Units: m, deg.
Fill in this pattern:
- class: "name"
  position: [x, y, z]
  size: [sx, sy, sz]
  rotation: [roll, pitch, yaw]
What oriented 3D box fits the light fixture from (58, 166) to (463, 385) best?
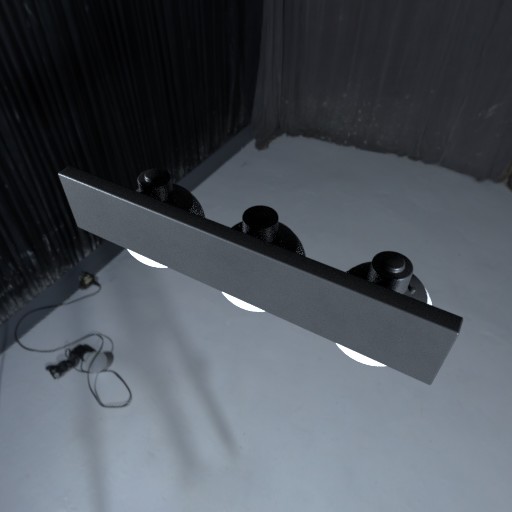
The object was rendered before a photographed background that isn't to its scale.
- class: "light fixture"
  position: [0.000, 0.000, 0.851]
  size: [0.721, 0.263, 0.218]
  rotation: [22, 49, 21]
